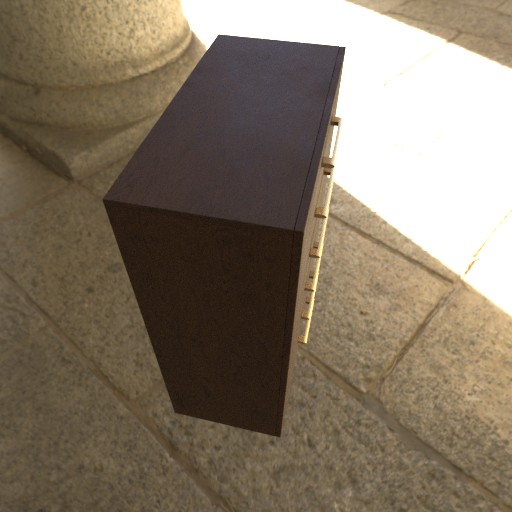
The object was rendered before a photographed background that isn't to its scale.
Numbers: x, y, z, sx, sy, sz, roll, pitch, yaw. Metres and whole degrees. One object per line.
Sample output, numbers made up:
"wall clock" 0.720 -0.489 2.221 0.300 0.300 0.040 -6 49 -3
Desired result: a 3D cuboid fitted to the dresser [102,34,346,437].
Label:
"dresser" 0.000 0.000 1.804 0.516 1.320 0.964 10 49 9
